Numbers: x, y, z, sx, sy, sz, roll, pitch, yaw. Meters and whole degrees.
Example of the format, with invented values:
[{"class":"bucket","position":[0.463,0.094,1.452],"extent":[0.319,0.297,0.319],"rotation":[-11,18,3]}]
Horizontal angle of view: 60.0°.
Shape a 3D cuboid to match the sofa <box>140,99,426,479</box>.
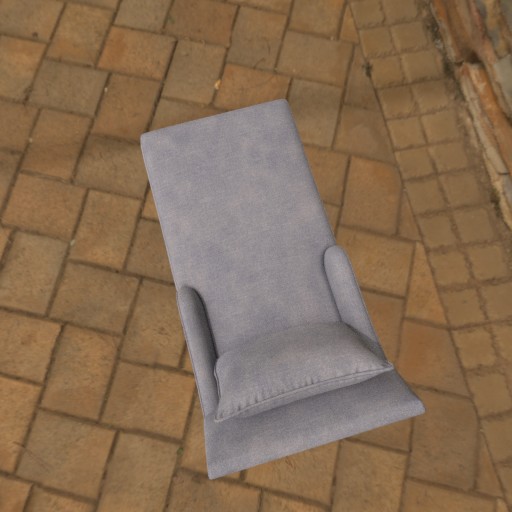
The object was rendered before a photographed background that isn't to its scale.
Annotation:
[{"class":"sofa","position":[0.000,0.000,2.276],"extent":[0.904,0.883,1.779],"rotation":[-15,75,-4]}]
